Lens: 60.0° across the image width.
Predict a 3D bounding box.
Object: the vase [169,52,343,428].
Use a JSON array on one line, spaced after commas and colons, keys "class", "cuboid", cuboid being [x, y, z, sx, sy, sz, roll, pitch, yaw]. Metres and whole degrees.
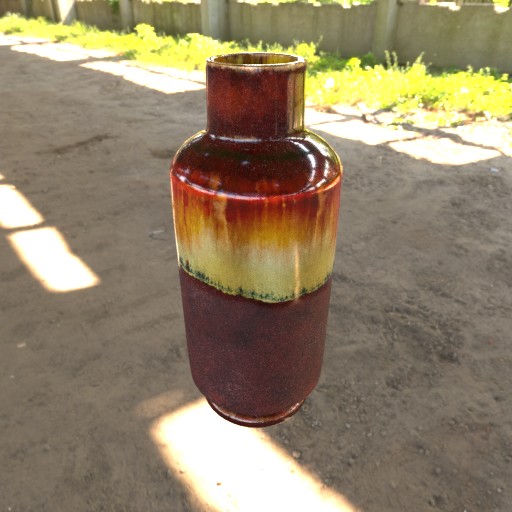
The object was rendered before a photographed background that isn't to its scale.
[{"class": "vase", "cuboid": [0.000, 0.000, 0.318, 0.111, 0.261, 0.111, 0, 31, 0]}]
